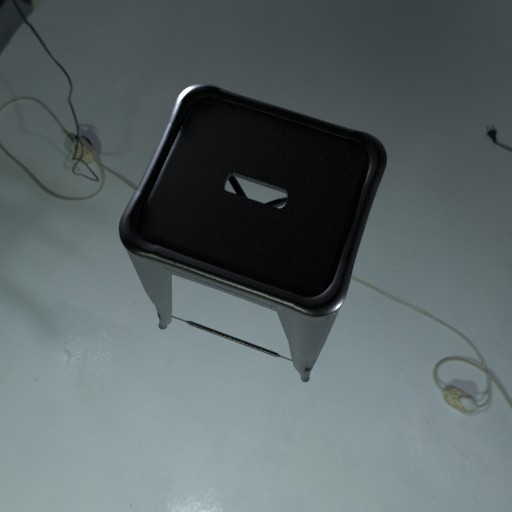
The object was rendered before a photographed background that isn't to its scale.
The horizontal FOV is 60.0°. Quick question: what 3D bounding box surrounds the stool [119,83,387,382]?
[{"bbox_3d":[0.000,0.000,0.846,0.399,0.609,0.359,19,75,5],"label":"stool"}]
